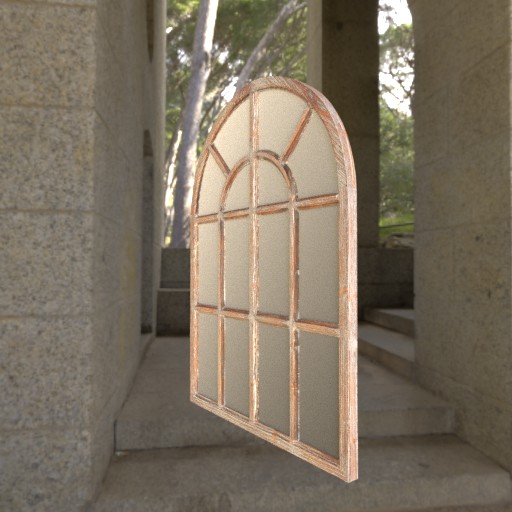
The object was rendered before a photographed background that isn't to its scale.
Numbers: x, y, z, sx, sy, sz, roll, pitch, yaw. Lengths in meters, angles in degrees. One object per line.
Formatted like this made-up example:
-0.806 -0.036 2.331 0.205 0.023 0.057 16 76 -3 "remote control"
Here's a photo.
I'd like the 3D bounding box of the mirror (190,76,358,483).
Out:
0.000 0.000 1.170 0.032 0.920 0.660 1 -1 -37 "mirror"
